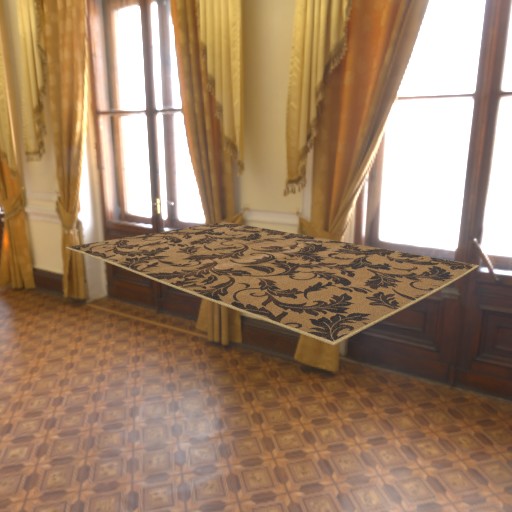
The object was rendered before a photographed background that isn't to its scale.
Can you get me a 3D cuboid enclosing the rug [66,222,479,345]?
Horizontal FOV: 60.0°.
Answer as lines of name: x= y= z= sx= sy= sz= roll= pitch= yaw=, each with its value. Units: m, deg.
rug: x=0.000 y=0.000 z=2.892 sx=2.284 sy=0.008 sz=1.522 roll=13 pitch=19 yaw=42
